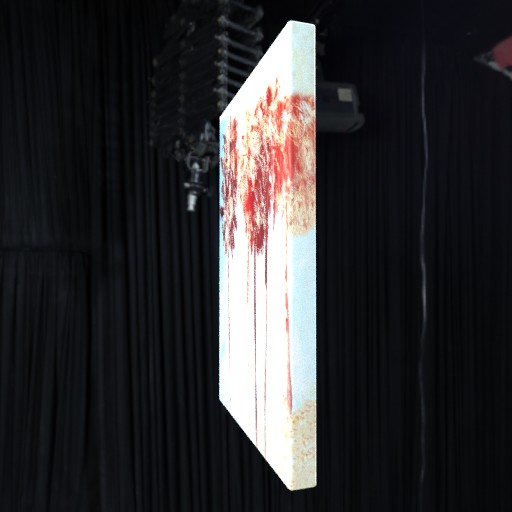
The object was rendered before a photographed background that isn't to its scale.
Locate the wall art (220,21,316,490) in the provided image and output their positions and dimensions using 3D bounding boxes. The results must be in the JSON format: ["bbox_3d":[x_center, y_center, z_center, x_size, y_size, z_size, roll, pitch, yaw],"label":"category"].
[{"bbox_3d":[0.000,0.000,0.768,0.038,0.610,0.401,0,-1,-18],"label":"wall art"}]
